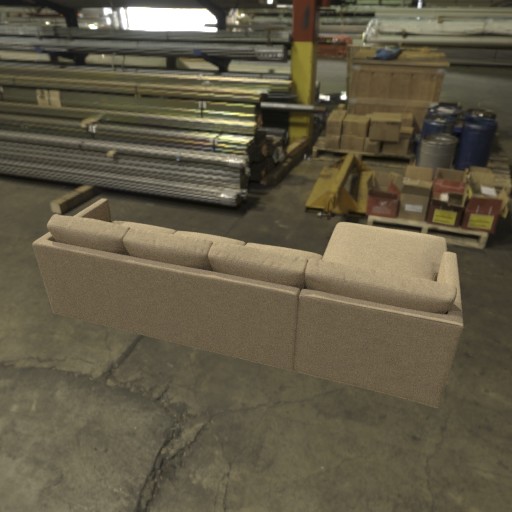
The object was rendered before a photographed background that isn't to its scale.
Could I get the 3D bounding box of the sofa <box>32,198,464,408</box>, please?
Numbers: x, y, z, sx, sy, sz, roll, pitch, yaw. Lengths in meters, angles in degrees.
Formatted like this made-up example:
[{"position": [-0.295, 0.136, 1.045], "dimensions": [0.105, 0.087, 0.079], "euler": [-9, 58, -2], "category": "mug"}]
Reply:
[{"position": [0.000, 0.000, 3.848], "dimensions": [3.198, 0.920, 1.638], "euler": [10, 33, 16], "category": "sofa"}]
